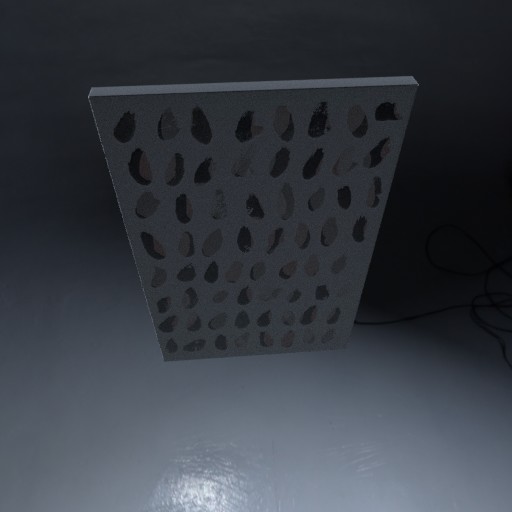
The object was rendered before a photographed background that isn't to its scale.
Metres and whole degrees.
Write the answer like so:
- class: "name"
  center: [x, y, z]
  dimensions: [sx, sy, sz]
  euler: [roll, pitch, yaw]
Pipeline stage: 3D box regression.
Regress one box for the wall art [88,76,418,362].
- class: "wall art"
  center: [0.000, 0.000, 0.768]
  dimensions: [0.405, 0.608, 0.025]
  euler: [-3, 46, -3]
